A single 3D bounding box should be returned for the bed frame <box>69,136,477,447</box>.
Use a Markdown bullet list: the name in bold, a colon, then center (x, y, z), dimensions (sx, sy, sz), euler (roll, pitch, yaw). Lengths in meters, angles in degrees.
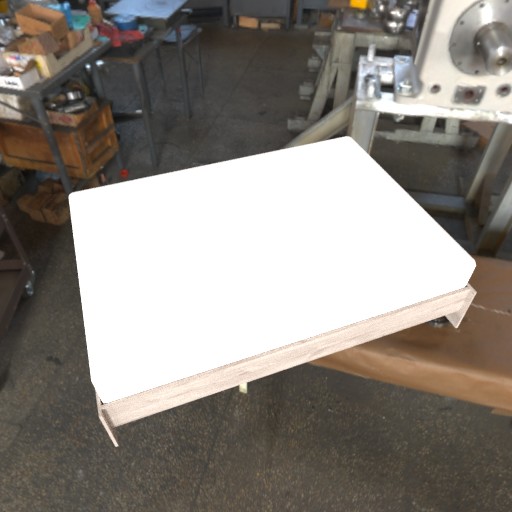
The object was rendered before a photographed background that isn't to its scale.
- **bed frame**: center (0.000, 0.000, 2.621), dimensions (1.945, 0.497, 1.445), euler (-15, 47, -14)
